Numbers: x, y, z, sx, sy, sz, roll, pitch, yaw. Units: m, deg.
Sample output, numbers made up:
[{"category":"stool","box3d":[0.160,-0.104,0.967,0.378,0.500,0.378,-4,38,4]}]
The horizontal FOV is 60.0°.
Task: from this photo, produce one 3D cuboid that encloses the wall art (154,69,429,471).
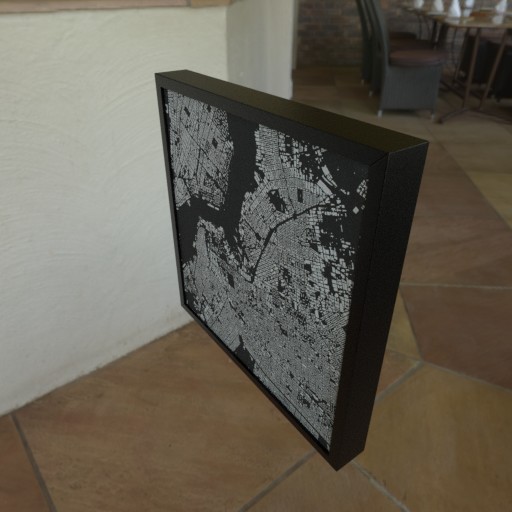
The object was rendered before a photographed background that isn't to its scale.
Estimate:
[{"category":"wall art","box3d":[0.000,0.000,0.435,0.037,0.299,0.299,-21,38,-30]}]
